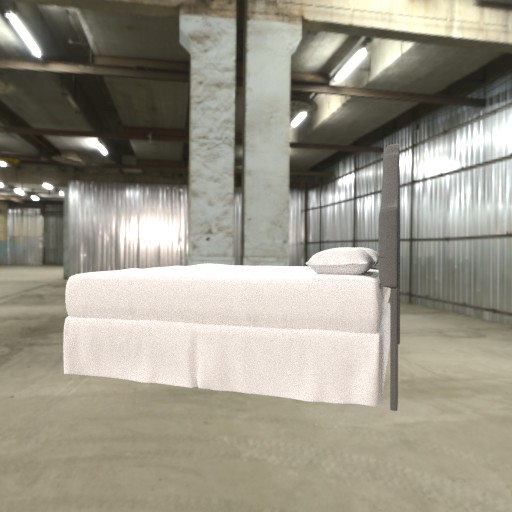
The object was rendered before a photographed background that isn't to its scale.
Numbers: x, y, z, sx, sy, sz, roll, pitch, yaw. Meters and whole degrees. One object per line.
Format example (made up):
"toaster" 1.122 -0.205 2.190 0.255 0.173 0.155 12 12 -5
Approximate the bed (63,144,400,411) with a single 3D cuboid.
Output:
"bed" 0.000 0.000 3.598 2.214 1.615 2.008 0 0 18
